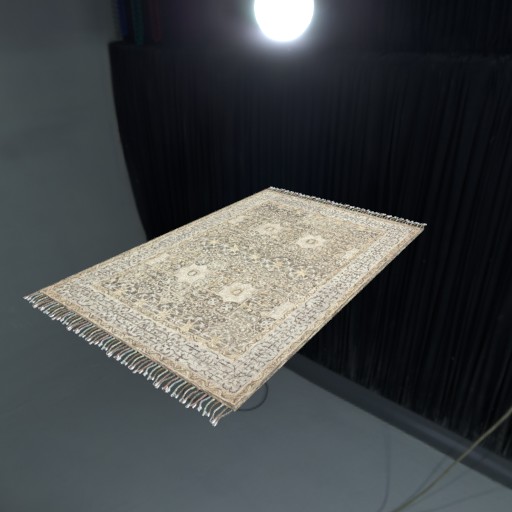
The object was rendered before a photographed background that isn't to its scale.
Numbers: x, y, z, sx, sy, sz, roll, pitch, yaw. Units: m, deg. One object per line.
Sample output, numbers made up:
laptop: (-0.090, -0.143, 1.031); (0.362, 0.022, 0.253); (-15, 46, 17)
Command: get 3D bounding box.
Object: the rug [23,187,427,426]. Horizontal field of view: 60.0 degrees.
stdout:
rug: (0.000, 0.000, 2.464); (1.237, 0.010, 2.029); (20, 33, 32)
